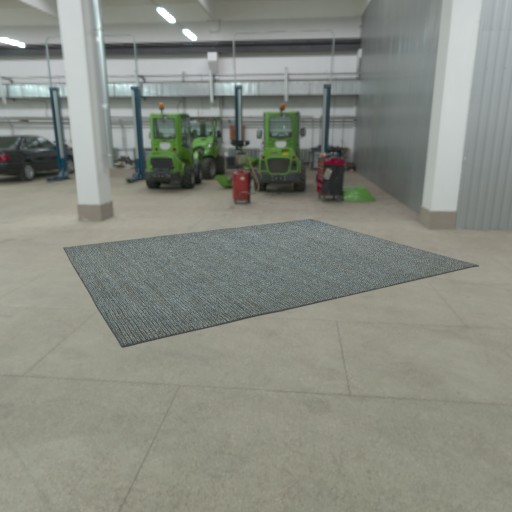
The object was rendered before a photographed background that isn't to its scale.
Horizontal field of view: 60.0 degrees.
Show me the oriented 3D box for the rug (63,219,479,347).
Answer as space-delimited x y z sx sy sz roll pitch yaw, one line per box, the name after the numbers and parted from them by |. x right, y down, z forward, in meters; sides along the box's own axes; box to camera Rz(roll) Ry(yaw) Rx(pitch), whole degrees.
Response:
0.000 0.000 4.135 3.068 0.021 2.456 -9 18 -28 | rug
